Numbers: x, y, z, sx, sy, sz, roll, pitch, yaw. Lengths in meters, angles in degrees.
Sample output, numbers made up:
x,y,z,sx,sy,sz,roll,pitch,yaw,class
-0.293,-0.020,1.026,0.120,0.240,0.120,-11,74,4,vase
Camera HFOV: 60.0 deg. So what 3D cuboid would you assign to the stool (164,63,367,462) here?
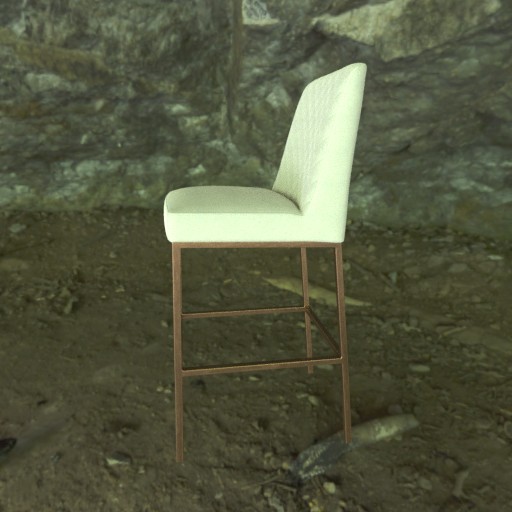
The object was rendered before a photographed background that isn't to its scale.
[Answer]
x,y,z,sx,sy,sz,roll,pitch,yaw,class
0.000,0.000,1.380,0.546,1.084,0.462,-2,15,-9,stool
